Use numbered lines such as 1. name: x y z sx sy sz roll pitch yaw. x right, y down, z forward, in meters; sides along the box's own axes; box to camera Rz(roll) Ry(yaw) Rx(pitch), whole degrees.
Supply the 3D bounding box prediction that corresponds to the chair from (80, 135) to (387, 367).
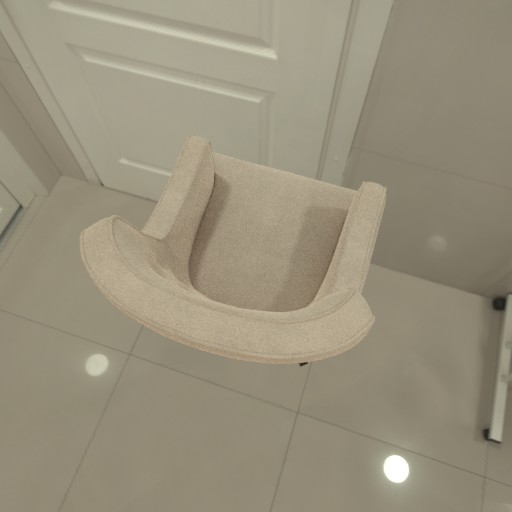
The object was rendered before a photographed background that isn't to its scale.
1. chair: 0.000 0.000 1.592 0.781 0.920 0.910 17 66 8
